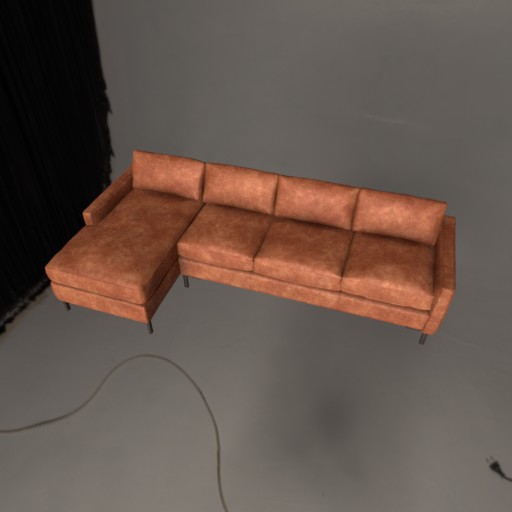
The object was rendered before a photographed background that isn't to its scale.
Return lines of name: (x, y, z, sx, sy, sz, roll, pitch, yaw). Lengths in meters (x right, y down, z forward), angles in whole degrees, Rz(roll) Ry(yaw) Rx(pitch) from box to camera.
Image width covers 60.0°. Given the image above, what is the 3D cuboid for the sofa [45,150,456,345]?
sofa: (0.000, 0.000, 3.612, 2.993, 0.859, 1.471, 12, 43, 13)
